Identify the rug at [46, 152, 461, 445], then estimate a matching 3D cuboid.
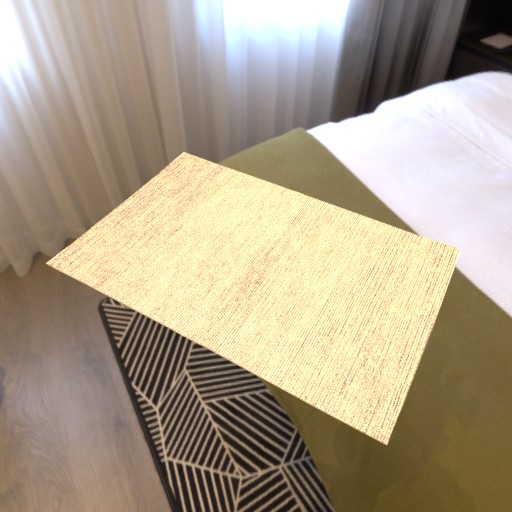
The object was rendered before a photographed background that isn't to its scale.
[{"bbox_3d":[0.000,0.000,2.237,1.773,0.021,1.149,23,50,21],"label":"rug"}]
